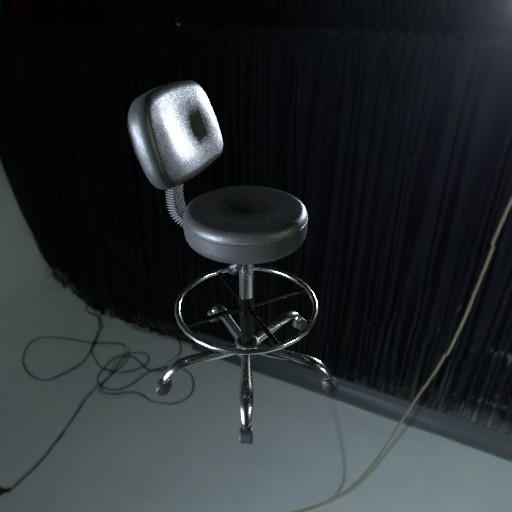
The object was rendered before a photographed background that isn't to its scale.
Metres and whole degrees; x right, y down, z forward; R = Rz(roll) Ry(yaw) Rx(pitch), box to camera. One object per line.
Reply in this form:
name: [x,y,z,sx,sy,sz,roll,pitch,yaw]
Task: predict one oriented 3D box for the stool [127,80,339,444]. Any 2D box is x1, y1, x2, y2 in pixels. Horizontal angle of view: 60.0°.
stool: [0.000,0.000,1.508,0.658,1.069,0.694,11,32,17]
